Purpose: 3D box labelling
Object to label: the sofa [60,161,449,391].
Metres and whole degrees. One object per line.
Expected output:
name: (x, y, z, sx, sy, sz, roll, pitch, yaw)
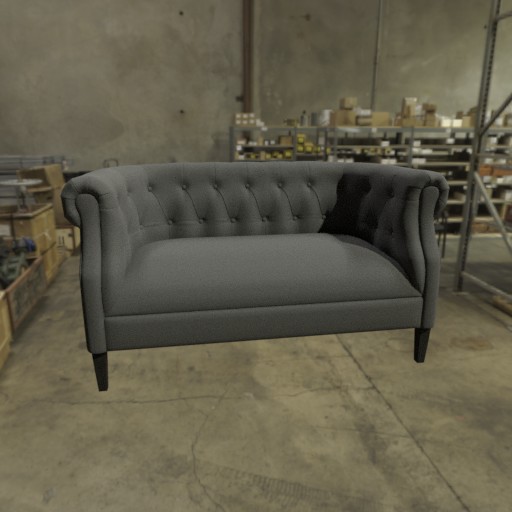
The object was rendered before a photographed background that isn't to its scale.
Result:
sofa: (0.000, 0.000, 2.089, 1.558, 0.827, 0.835, -3, 16, -9)
